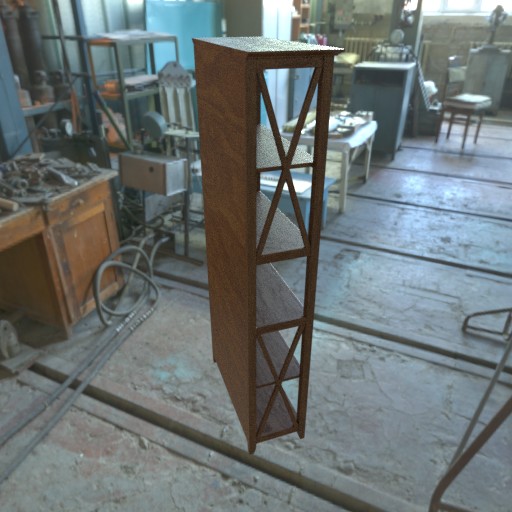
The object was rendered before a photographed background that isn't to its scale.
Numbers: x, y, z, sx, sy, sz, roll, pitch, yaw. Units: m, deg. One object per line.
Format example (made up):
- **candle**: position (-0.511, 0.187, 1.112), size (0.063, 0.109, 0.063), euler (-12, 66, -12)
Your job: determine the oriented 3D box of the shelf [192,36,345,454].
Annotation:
- **shelf**: position (0.000, 0.000, 2.192), size (0.335, 1.905, 0.805), euler (-10, 31, -17)
